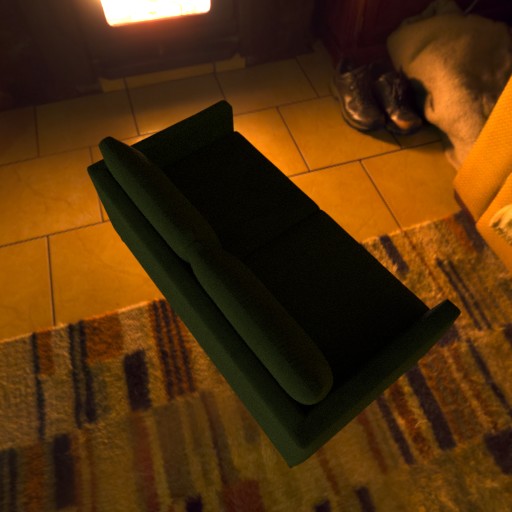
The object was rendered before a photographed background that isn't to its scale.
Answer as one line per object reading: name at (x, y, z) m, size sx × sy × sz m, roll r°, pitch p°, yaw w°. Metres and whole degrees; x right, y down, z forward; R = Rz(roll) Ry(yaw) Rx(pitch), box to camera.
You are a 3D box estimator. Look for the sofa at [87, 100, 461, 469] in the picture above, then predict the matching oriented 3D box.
sofa at (0.000, 0.000, 2.163) m, size 0.875 × 0.817 × 1.676 m, roll -33°, pitch 63°, yaw -19°
